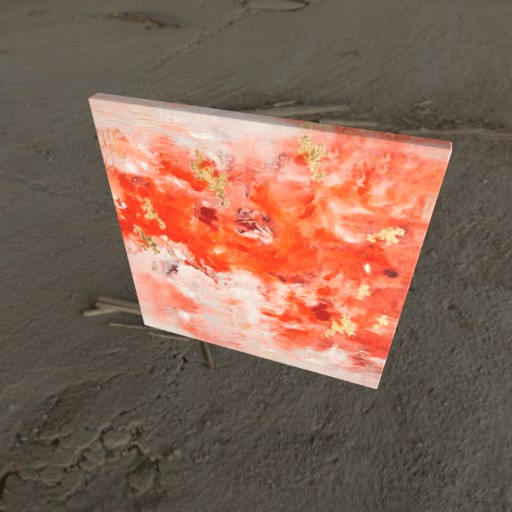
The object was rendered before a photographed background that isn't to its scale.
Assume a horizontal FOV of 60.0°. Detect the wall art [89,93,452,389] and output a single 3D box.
[{"bbox_3d":[0.000,0.000,1.132,0.747,0.746,0.064,12,42,14],"label":"wall art"}]
